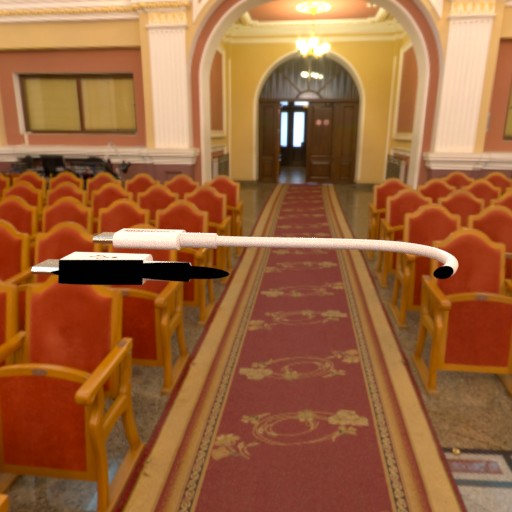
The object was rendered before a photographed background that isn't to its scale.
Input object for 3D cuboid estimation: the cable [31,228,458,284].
[{"bbox_3d":[0.000,0.000,0.113,0.098,0.006,0.040,2,16,7],"label":"cable"}]
